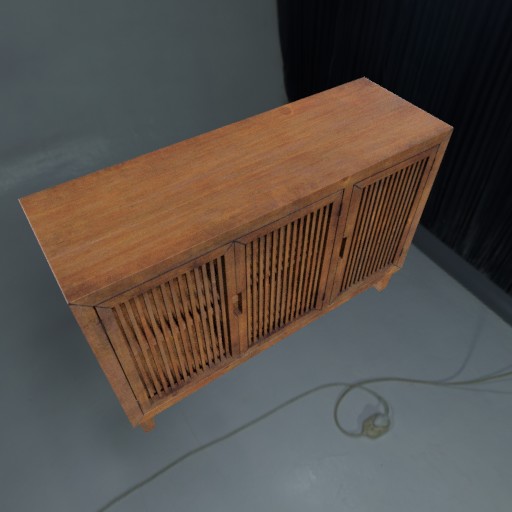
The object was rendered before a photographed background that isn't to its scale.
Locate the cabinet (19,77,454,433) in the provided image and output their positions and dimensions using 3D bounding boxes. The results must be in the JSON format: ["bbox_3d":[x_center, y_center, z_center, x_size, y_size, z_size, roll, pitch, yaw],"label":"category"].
[{"bbox_3d":[0.000,0.000,1.552,1.204,0.805,0.403,-26,53,-22],"label":"cabinet"}]
